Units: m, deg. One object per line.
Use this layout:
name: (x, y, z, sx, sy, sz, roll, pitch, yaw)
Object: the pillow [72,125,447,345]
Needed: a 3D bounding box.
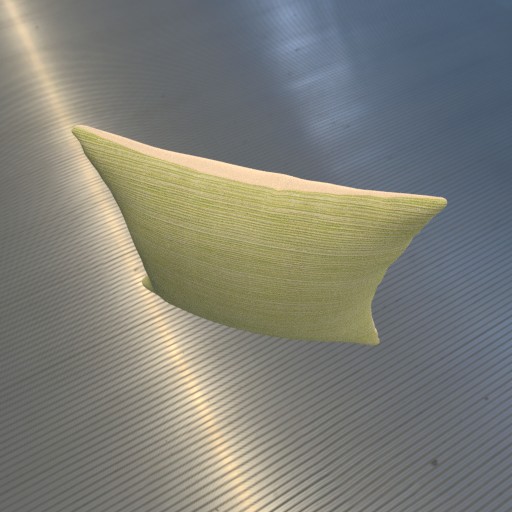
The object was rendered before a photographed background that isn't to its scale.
pillow: (0.000, 0.000, 0.809, 0.560, 0.487, 0.229, 13, 59, 8)
